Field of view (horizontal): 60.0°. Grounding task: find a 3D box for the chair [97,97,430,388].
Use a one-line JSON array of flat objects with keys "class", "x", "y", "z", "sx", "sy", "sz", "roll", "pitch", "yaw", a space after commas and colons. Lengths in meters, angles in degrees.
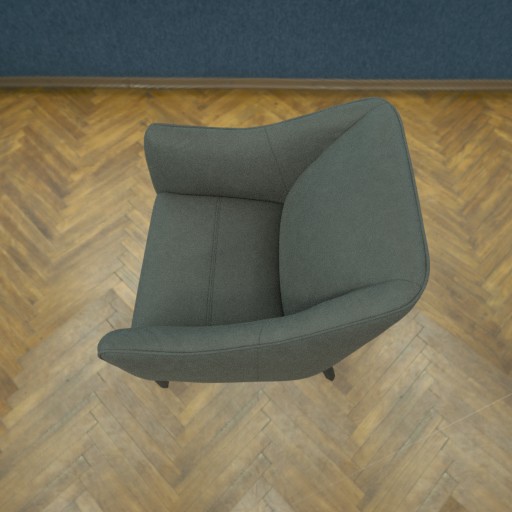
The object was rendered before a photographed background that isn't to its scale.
[{"class": "chair", "x": 0.000, "y": 0.000, "z": 1.531, "sx": 0.852, "sy": 0.830, "sz": 0.871, "roll": 1, "pitch": 59, "yaw": 1}]
